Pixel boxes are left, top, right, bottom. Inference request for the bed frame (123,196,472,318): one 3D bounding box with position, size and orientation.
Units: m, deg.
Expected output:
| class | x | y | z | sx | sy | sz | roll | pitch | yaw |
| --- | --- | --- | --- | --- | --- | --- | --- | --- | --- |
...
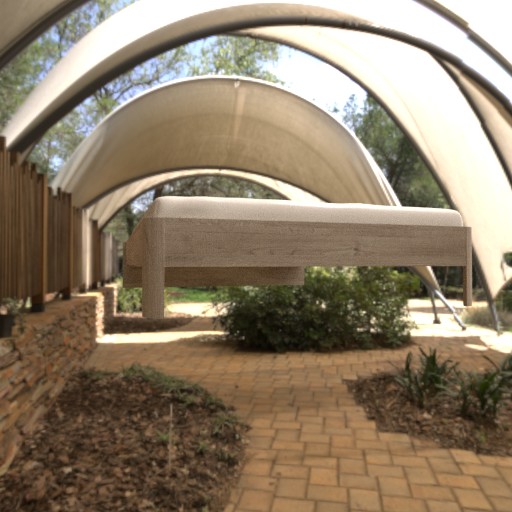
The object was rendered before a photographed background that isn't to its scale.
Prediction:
| class | x | y | z | sx | sy | sz | roll | pitch | yaw |
| --- | --- | --- | --- | --- | --- | --- | --- | --- | --- |
| bed frame | 0.000 | 0.000 | 2.667 | 1.490 | 0.462 | 1.950 | 0 | -1 | -18 |
